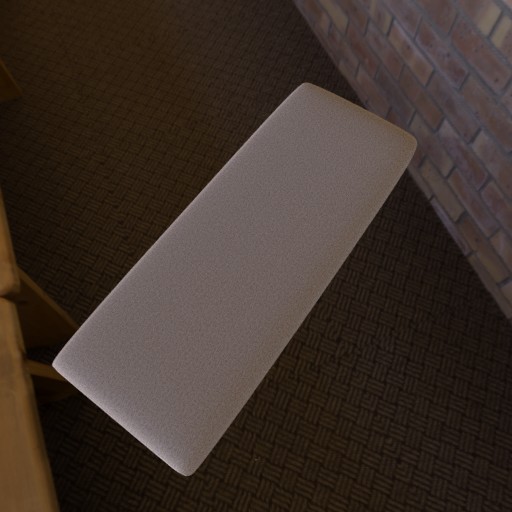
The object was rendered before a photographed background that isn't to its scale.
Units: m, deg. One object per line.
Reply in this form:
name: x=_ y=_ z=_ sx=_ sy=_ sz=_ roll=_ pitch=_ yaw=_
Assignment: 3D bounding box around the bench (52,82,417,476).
bench: x=0.000 y=0.000 z=1.843 sx=0.631 sy=0.383 sz=1.598 roll=33 pitch=69 yaw=14
